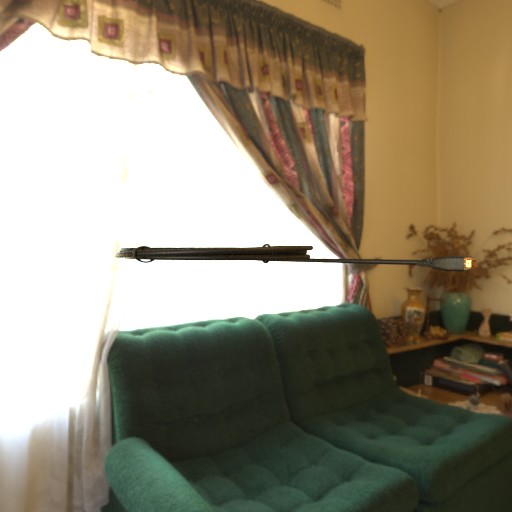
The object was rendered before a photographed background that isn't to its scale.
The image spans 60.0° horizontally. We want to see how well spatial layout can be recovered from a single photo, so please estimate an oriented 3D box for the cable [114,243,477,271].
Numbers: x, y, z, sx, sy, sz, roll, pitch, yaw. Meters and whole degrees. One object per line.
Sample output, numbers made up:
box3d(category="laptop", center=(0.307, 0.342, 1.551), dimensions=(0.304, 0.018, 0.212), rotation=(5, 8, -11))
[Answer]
box3d(category="cable", center=(0.000, 0.000, 0.512), dimensions=(0.422, 0.030, 0.257), rotation=(1, 2, 36))
